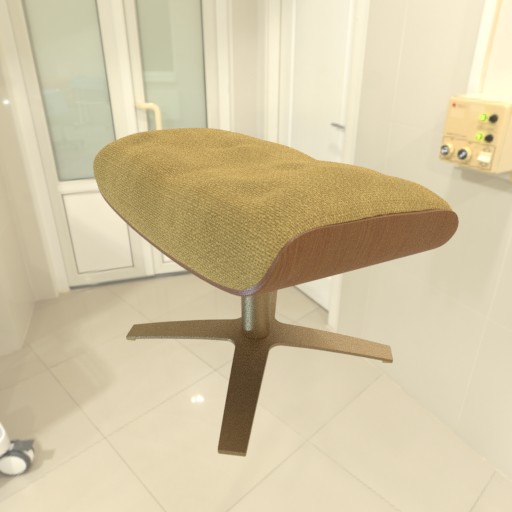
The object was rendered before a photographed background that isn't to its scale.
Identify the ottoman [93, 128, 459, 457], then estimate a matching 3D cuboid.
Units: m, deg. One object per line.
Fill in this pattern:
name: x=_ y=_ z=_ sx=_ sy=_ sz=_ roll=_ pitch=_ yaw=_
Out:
ottoman: x=0.000 y=0.000 z=0.783 sx=0.394 sy=0.391 sz=0.520 roll=-19 pitch=32 yaw=-33
